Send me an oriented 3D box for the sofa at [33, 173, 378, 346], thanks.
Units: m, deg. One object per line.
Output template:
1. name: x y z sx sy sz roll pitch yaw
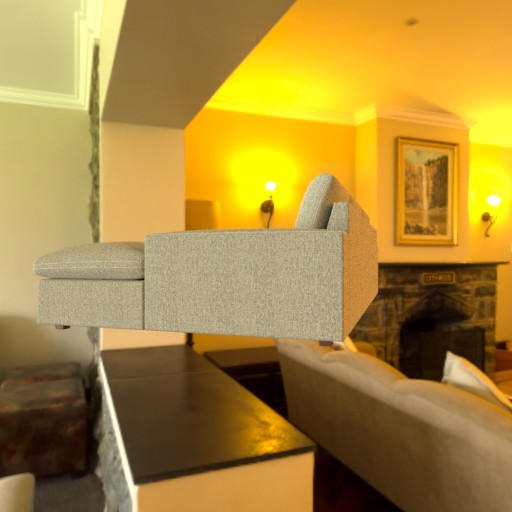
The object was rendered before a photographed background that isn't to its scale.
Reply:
1. sofa: 0.000 0.000 3.440 1.689 0.813 2.718 0 0 18
